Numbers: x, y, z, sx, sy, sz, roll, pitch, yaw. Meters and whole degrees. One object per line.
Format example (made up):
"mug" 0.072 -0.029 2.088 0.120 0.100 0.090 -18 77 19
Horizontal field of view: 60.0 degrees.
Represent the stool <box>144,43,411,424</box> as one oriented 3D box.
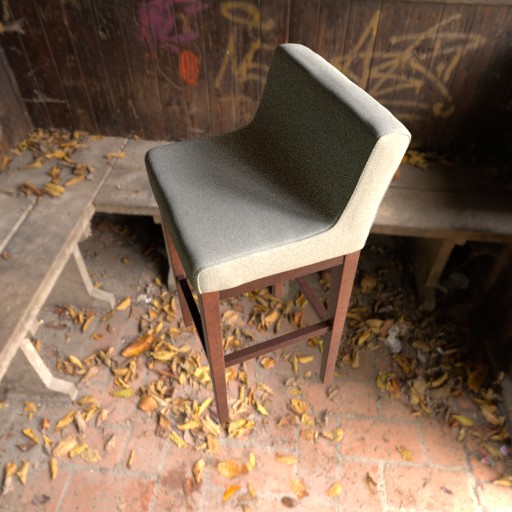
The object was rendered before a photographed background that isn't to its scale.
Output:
"stool" 0.000 0.000 1.346 0.500 1.037 0.511 -16 48 -15
